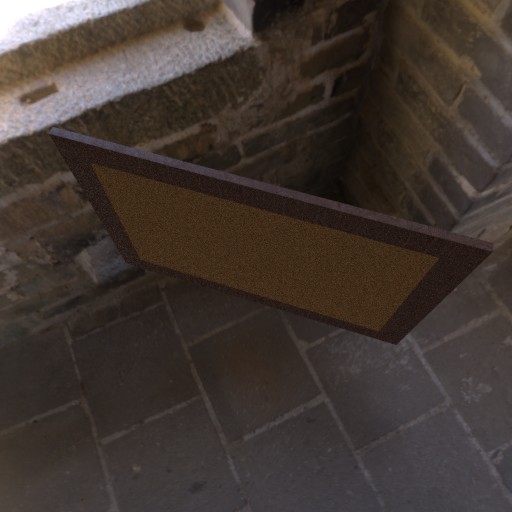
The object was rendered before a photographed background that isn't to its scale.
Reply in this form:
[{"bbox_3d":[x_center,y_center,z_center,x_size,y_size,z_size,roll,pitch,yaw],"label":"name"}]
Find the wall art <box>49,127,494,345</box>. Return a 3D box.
[{"bbox_3d":[0.000,0.000,1.158,0.917,0.626,0.019,16,64,8],"label":"wall art"}]
